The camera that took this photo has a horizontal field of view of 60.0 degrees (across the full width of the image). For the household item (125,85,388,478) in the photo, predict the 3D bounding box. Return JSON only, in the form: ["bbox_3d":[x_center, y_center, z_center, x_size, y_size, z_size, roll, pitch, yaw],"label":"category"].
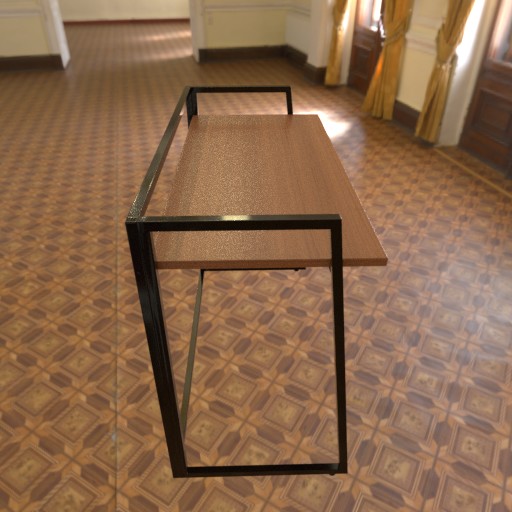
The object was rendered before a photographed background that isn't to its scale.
[{"bbox_3d":[0.000,0.000,1.489,0.510,0.860,1.050,-1,34,-1],"label":"household item"}]
